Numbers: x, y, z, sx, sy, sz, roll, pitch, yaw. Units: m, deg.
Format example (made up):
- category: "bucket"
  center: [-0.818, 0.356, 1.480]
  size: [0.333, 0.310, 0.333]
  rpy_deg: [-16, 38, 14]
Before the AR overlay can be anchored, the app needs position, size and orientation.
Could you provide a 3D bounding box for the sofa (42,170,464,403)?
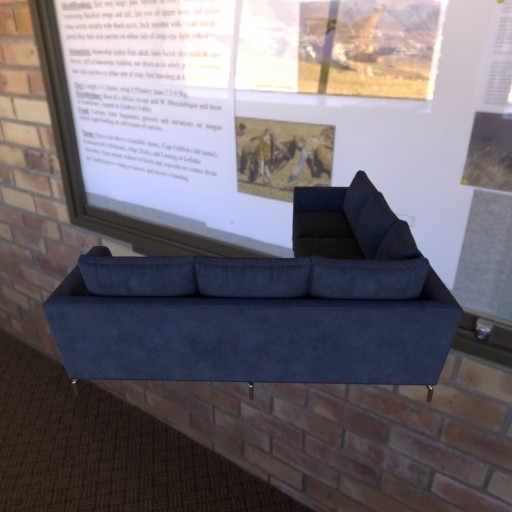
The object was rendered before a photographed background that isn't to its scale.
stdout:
- category: "sofa"
  center: [0.000, 0.000, 3.791]
  size: [2.463, 0.988, 2.472]
  rpy_deg: [1, 25, 1]
